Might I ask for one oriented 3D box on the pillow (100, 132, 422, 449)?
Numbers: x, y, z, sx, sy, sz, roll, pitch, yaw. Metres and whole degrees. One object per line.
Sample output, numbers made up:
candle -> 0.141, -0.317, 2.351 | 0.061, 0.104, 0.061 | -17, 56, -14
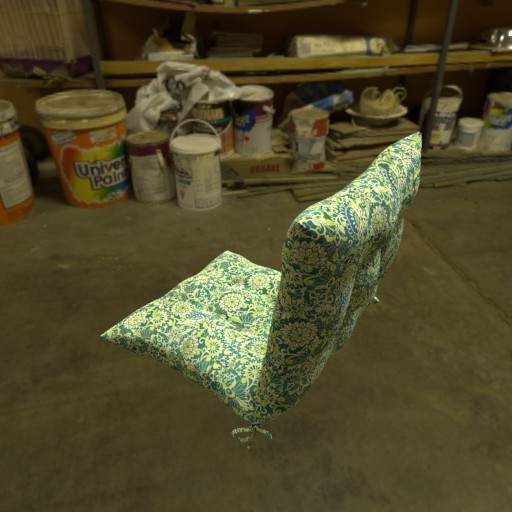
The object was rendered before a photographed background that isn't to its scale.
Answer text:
pillow -> 0.000, 0.000, 1.007 | 0.585, 0.536, 0.541 | 21, 38, 29
